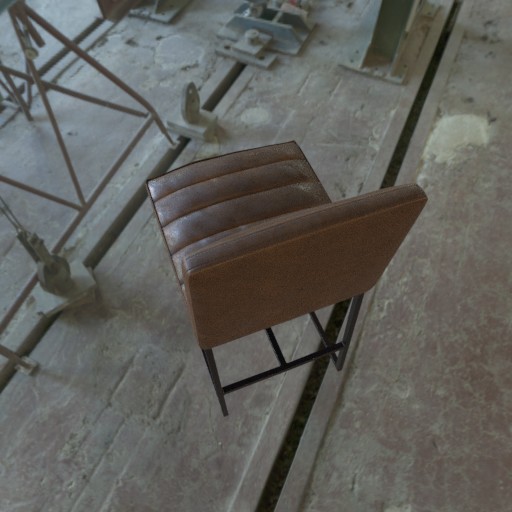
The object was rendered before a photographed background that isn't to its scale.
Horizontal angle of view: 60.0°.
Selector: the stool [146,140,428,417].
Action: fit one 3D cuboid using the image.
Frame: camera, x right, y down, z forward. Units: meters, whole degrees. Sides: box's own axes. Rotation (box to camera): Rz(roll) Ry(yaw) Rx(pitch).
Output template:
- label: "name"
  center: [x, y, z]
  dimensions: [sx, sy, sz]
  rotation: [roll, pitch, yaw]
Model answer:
- label: "stool"
  center: [0.000, 0.000, 1.244]
  dimensions: [0.463, 0.942, 0.562]
  rotation: [-18, 59, -11]
